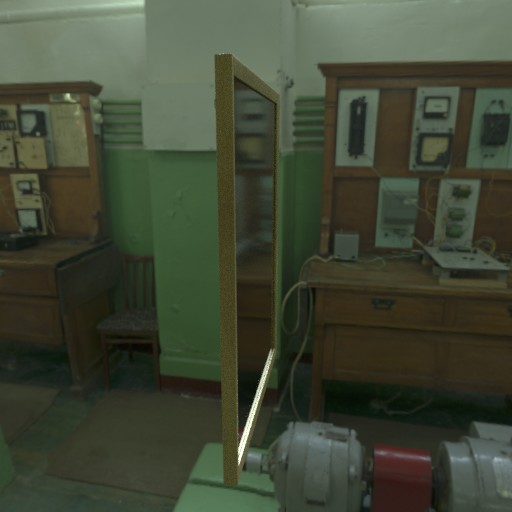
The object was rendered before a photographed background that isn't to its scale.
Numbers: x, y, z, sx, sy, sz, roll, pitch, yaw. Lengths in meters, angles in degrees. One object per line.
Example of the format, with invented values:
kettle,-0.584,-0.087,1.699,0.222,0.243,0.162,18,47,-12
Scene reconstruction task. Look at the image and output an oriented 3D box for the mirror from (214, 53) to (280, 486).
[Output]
mirror,0.000,0.000,1.366,0.040,1.016,0.762,3,14,10
